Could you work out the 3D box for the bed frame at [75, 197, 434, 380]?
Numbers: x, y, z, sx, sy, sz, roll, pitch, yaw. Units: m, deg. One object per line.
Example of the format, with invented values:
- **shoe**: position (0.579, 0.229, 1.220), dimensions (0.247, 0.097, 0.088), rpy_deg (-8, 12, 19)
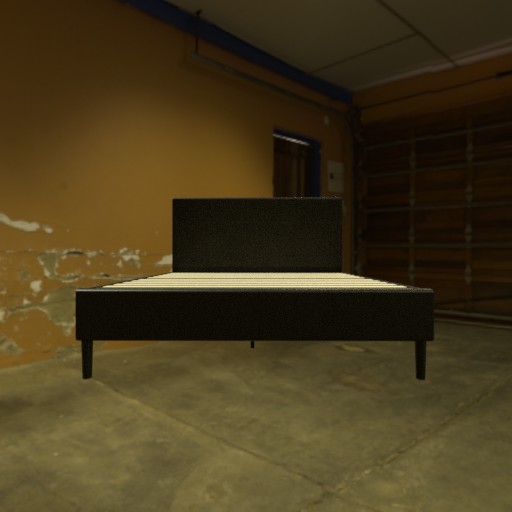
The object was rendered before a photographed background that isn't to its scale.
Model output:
- **bed frame**: position (0.000, 0.000, 3.167), dimensions (1.634, 1.127, 2.318), rpy_deg (0, 0, 0)
